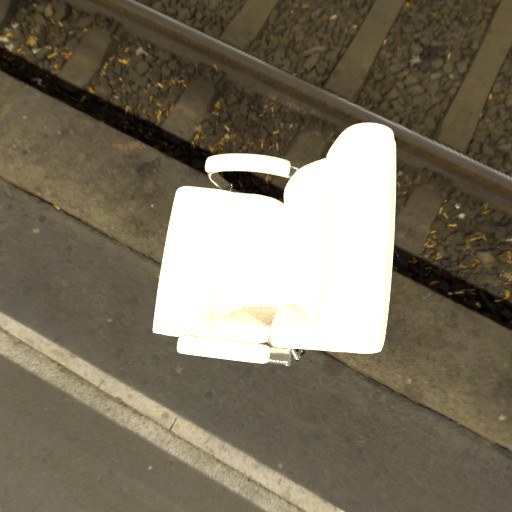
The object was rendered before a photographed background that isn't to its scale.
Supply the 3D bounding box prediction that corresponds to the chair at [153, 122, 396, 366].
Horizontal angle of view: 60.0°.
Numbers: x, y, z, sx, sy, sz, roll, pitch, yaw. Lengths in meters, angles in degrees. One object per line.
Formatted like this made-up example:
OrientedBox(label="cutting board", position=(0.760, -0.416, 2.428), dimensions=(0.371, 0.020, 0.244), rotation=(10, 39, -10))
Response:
OrientedBox(label="chair", position=(0.000, 0.000, 1.572), dimensions=(0.745, 1.099, 0.727), rotation=(7, 77, 2))
